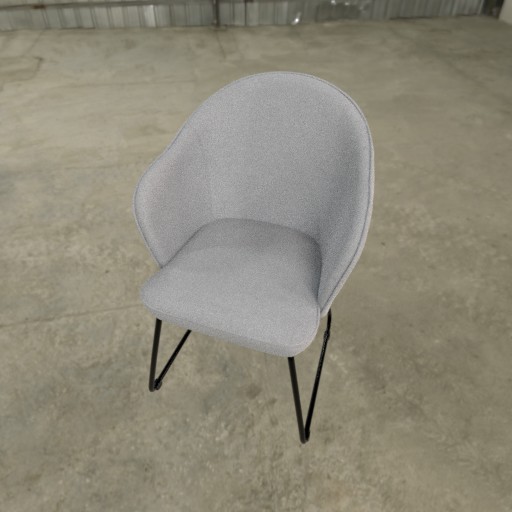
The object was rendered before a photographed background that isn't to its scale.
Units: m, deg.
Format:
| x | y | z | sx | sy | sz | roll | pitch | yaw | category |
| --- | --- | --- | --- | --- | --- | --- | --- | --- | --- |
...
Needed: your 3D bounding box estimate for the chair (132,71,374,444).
| x | y | z | sx | sy | sz | roll | pitch | yaw | category |
| --- | --- | --- | --- | --- | --- | --- | --- | --- | --- |
| 0.000 | 0.000 | 1.233 | 0.570 | 0.817 | 0.592 | 13 | 42 | 14 | chair |
